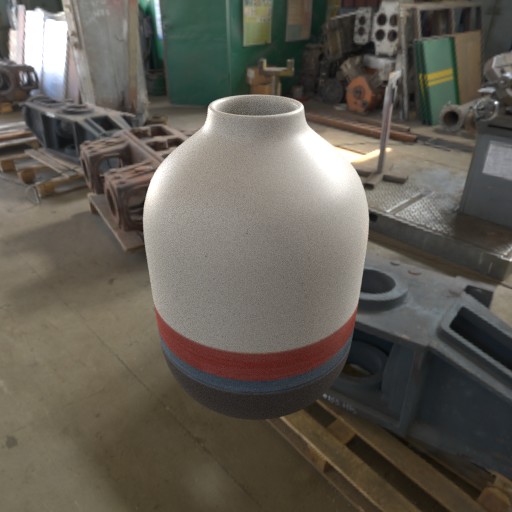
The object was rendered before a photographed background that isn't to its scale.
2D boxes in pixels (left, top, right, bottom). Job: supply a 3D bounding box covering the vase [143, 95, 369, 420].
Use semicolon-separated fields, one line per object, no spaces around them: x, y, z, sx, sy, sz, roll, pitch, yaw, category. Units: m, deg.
0.000;0.000;0.357;0.169;0.237;0.169;0;32;0;vase
